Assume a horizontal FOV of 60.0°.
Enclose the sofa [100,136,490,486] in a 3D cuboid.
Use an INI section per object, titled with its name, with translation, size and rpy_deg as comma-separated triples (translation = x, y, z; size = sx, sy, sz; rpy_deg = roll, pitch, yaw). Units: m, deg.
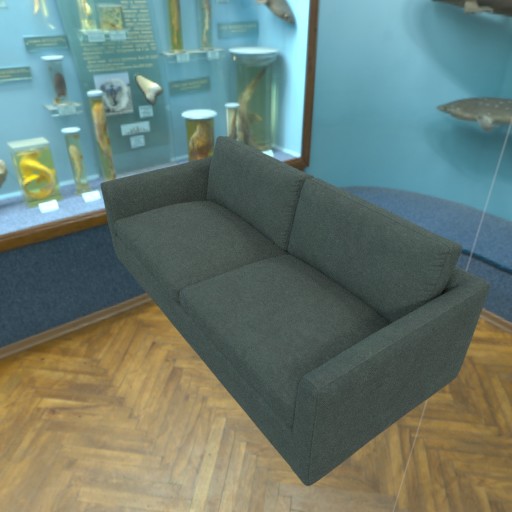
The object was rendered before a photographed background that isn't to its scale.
[sofa]
translation = 0.000, 0.000, 2.662
size = 1.092, 0.838, 2.257
rpy_deg = -21, 37, -29
